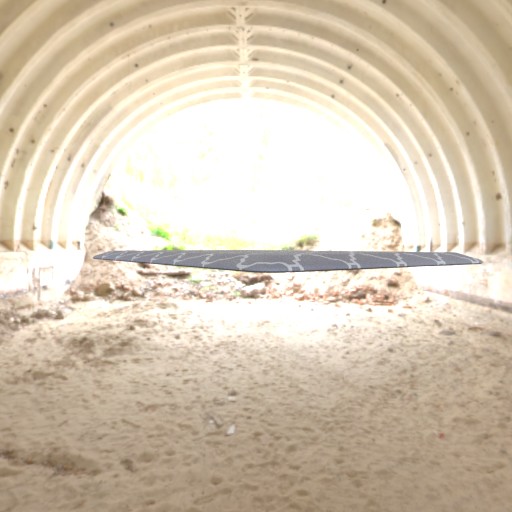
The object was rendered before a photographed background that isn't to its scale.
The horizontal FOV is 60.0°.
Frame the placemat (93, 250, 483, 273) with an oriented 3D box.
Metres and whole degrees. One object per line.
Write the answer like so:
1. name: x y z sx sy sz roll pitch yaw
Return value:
1. placemat: 0.000 0.000 0.969 0.508 0.021 0.762 -1 2 -35
